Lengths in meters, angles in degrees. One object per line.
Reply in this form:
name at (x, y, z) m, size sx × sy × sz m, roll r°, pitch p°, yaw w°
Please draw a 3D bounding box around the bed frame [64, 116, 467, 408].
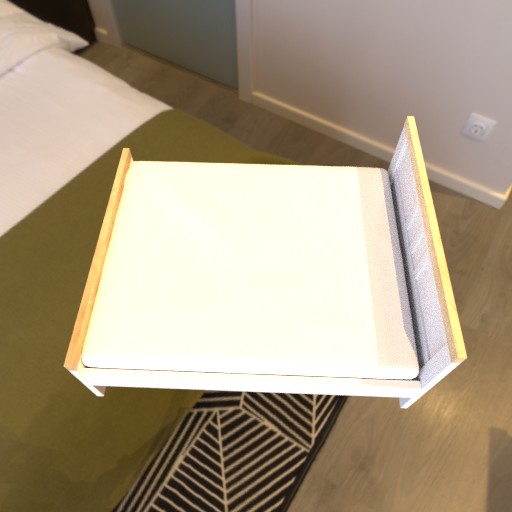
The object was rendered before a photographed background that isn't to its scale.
bed frame at (0.000, 0.000, 2.957) m, size 2.050 × 0.980 × 1.670 m, roll 2°, pitch 58°, yaw 1°
